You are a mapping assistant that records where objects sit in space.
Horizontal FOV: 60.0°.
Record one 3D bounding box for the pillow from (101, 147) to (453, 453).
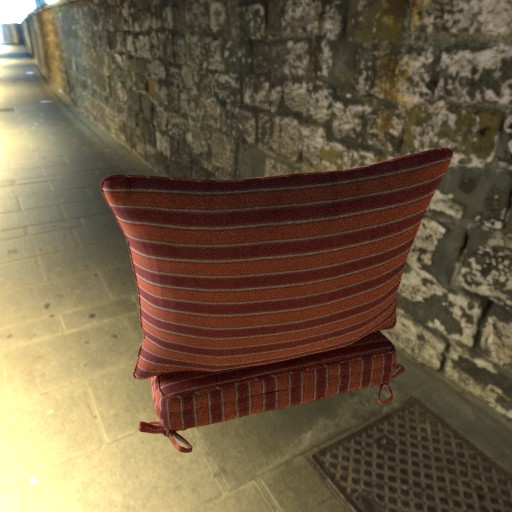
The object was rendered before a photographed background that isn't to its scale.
[{"bbox_3d":[0.000,0.000,1.330,0.799,0.723,0.733,-8,28,-15],"label":"pillow"}]
